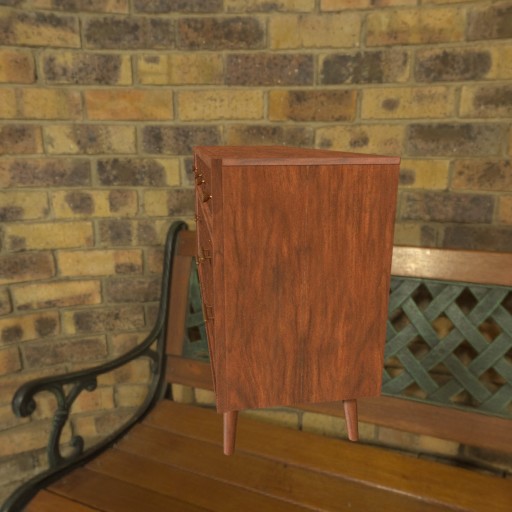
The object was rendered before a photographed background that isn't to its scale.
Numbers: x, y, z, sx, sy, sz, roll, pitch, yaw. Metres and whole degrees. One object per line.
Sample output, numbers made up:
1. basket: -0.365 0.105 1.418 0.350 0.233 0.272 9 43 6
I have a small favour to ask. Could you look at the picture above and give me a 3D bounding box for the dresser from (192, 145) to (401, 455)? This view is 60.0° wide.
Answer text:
1. dresser: 0.000 0.000 1.900 0.500 0.889 1.472 -2 15 -9
